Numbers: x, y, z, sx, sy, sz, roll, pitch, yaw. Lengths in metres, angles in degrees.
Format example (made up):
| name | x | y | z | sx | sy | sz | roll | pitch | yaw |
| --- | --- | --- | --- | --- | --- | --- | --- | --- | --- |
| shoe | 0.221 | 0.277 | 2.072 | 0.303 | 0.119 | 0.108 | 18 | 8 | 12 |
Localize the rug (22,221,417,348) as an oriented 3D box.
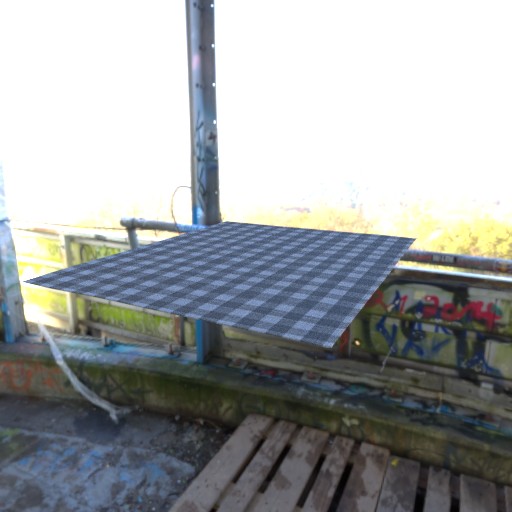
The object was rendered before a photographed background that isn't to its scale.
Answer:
| name | x | y | z | sx | sy | sz | roll | pitch | yaw |
| --- | --- | --- | --- | --- | --- | --- | --- | --- | --- |
| rug | 0.000 | 0.000 | 4.117 | 2.432 | 0.013 | 3.021 | 7 | 16 | 26 |
